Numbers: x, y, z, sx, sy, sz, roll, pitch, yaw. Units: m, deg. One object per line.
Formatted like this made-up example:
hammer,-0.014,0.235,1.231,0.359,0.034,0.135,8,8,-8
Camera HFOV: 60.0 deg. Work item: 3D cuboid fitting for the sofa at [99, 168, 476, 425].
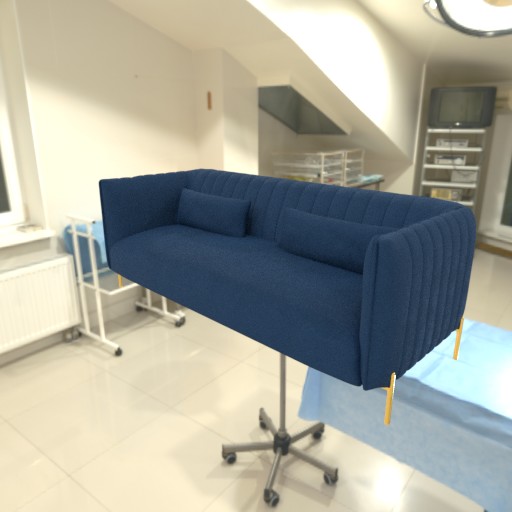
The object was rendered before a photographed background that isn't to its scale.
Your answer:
sofa,0.000,0.000,2.564,2.136,0.793,0.896,17,24,42
